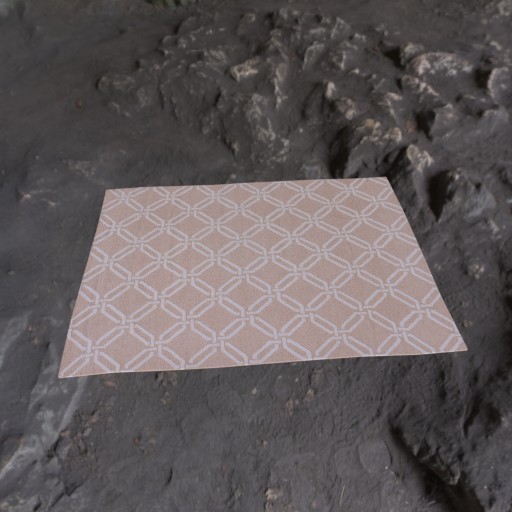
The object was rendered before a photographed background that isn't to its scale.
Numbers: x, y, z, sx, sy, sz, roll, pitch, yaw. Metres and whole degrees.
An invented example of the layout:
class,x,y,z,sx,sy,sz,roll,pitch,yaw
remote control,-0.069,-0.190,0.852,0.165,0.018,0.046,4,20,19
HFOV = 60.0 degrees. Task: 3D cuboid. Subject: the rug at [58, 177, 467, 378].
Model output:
class,x,y,z,sx,sy,sz,roll,pitch,yaw
rug,0.000,0.000,4.432,3.365,0.020,2.452,-3,46,-3
